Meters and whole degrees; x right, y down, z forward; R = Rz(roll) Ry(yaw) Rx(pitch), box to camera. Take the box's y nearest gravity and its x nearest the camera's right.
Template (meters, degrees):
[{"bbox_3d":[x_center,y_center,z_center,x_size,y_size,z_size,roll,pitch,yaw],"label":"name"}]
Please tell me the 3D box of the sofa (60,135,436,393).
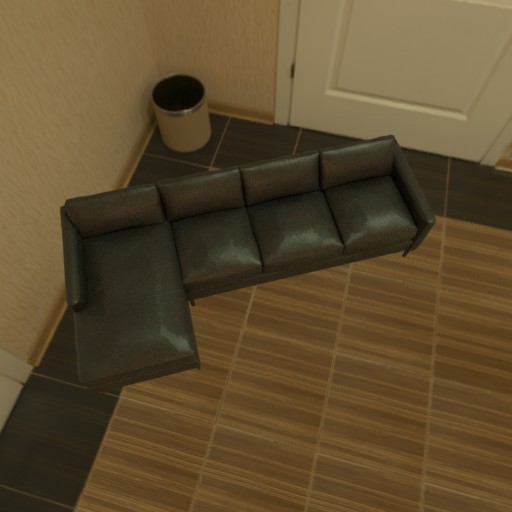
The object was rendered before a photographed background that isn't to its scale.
[{"bbox_3d":[0.000,0.000,3.690,2.993,0.859,1.471,-13,63,-7],"label":"sofa"}]
